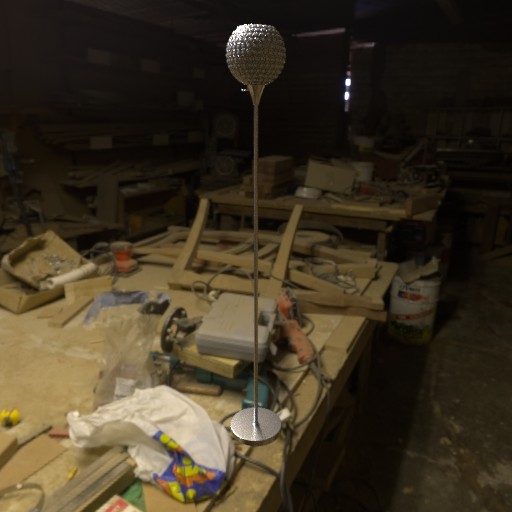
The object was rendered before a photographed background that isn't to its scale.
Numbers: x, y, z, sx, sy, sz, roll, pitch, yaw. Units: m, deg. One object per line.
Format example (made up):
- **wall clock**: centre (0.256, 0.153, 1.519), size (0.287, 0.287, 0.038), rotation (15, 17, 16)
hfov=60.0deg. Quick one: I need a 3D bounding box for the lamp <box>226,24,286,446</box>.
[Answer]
- **lamp**: centre (0.000, 0.000, 1.940), size (0.254, 1.805, 0.254), rotation (0, 18, 0)
